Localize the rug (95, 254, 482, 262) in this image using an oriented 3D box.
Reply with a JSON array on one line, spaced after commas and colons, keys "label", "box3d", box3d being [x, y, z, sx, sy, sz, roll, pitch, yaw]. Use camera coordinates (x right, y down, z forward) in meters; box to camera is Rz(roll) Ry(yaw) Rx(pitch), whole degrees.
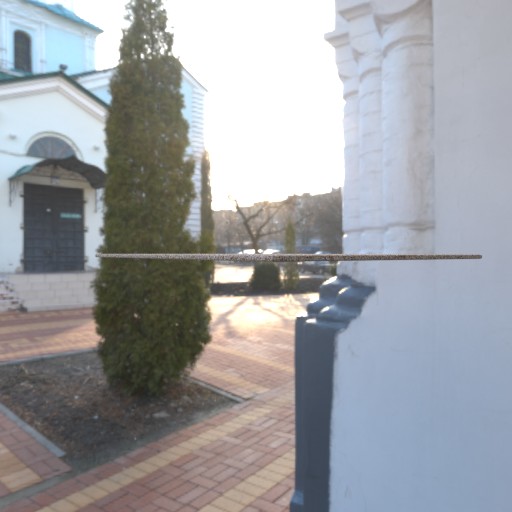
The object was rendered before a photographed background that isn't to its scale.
[{"label": "rug", "box3d": [0.000, 0.000, 3.560, 1.778, 0.030, 2.743, 0, 0, -35]}]
